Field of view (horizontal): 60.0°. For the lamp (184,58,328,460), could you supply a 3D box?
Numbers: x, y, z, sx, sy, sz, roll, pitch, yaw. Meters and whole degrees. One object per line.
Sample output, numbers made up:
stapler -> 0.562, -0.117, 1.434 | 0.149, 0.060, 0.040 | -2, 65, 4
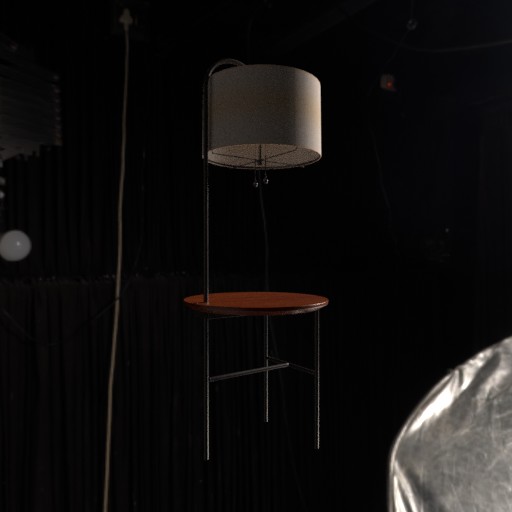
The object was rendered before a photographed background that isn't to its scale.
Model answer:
lamp -> 0.000, 0.000, 1.780 | 0.573, 1.517, 0.573 | 0, 1, 0
